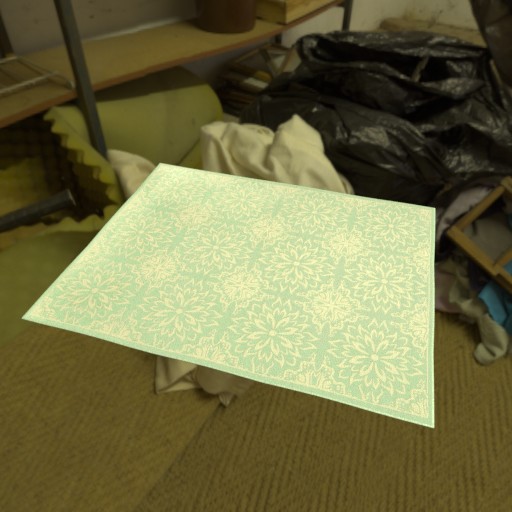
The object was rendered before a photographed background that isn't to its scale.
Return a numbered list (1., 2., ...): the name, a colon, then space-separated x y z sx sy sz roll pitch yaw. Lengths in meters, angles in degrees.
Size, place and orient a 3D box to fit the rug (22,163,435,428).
1. rug: 0.000 0.000 3.854 2.980 0.012 2.363 11 44 12
